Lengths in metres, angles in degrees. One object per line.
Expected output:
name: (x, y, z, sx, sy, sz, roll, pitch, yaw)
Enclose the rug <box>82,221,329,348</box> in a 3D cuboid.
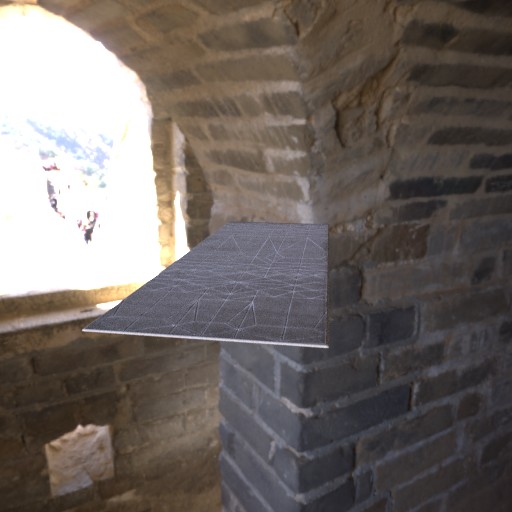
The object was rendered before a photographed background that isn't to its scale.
rug: (0.000, 0.000, 2.651, 0.864, 0.012, 2.388, 2, 14, 9)
